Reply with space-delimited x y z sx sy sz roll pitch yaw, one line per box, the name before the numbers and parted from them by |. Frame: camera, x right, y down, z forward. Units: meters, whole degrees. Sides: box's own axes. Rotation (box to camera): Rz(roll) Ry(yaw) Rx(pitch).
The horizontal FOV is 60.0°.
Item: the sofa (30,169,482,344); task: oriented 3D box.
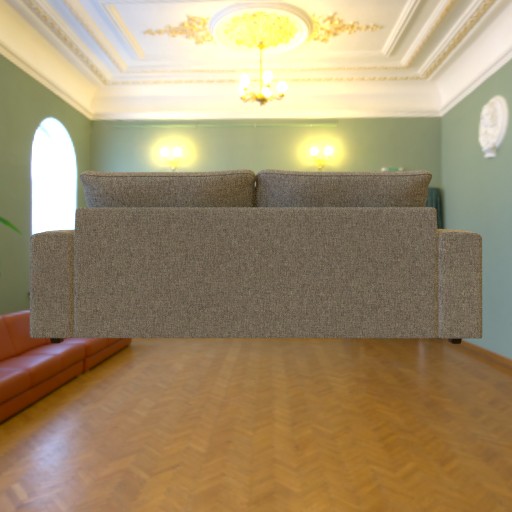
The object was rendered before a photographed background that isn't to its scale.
sofa | 0.000 0.000 2.764 2.299 0.922 1.040 0 0 0
